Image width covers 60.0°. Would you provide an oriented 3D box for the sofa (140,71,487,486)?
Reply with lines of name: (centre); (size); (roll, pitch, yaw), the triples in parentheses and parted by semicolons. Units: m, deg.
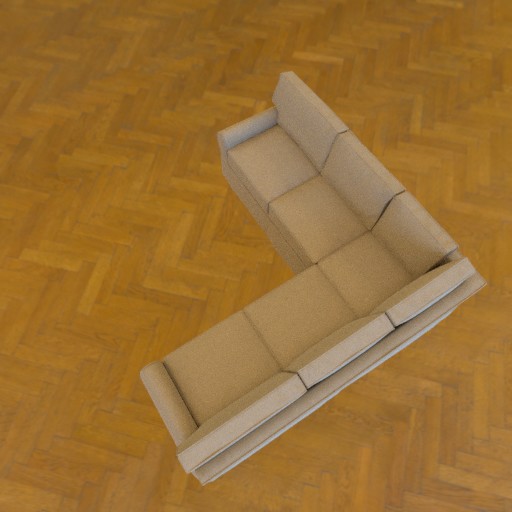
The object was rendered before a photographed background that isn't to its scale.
sofa: (0.000, 0.000, 4.036); (2.733, 1.124, 2.730); (-30, 68, -13)
